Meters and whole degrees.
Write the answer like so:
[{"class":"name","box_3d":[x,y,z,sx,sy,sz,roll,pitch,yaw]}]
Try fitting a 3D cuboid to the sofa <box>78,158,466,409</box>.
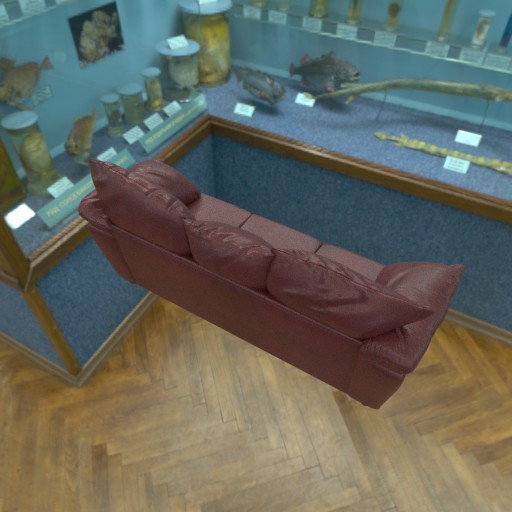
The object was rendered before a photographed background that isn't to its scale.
[{"class":"sofa","box_3d":[0.000,0.000,2.922,2.390,1.091,0.907,24,51,21]}]
